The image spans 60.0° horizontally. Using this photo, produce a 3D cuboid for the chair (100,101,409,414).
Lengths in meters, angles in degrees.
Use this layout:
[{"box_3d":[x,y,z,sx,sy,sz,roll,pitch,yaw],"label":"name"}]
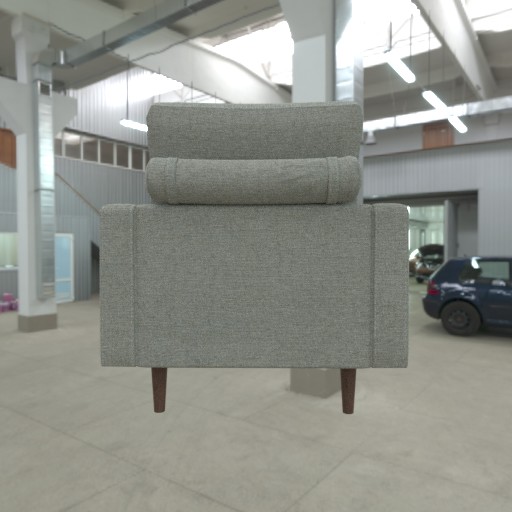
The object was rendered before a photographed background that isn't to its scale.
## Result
[{"box_3d":[0.000,0.000,1.532,0.821,0.880,0.843,0,1,1],"label":"chair"}]
